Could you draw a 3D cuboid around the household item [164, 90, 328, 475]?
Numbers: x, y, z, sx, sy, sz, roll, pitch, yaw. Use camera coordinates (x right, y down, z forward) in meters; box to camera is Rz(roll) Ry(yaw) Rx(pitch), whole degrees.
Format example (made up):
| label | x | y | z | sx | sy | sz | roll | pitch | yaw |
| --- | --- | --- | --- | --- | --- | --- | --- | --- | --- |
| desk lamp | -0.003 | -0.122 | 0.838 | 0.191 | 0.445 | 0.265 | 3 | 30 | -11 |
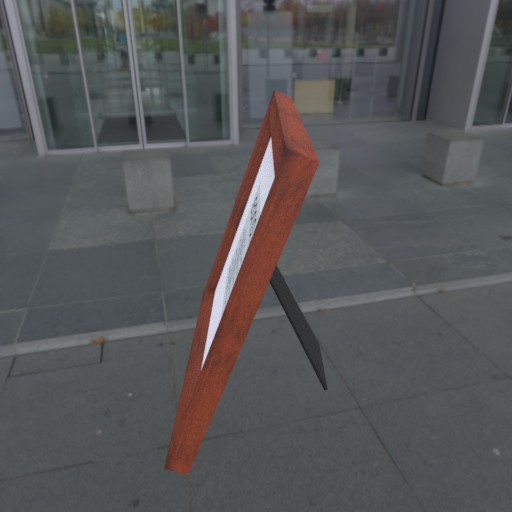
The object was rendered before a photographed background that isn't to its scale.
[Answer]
| label | x | y | z | sx | sy | sz | roll | pitch | yaw |
| --- | --- | --- | --- | --- | --- | --- | --- | --- | --- |
| household item | 0.000 | 0.000 | 0.378 | 0.131 | 0.240 | 0.240 | 0 | 27 | 1 |
